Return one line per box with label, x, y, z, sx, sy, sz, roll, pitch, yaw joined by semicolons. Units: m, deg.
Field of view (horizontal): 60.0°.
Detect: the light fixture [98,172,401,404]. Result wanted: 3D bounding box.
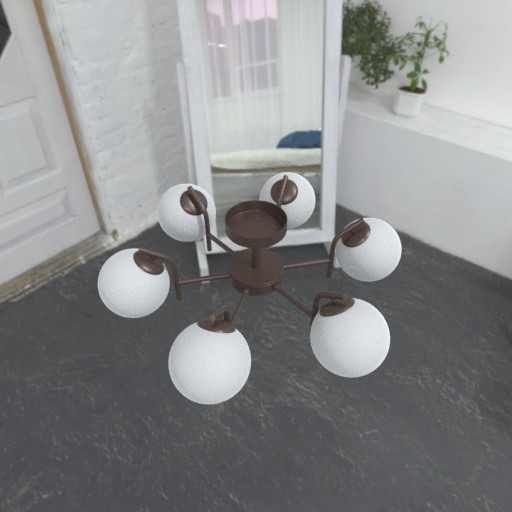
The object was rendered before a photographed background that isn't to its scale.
light fixture;0.000;0.000;0.946;0.662;0.201;0.662;0;42;0
